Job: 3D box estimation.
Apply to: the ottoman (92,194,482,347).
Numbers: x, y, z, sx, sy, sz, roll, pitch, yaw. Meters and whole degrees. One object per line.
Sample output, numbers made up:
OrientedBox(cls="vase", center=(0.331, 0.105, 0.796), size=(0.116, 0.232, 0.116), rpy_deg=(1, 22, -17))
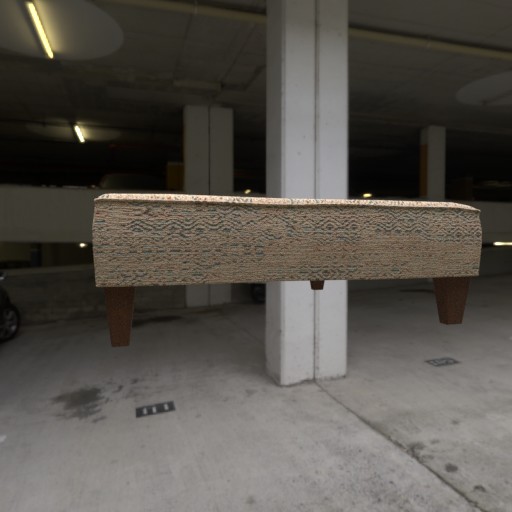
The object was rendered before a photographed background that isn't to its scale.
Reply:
OrientedBox(cls="ottoman", center=(0.000, 0.000, 1.520), size=(1.004, 0.356, 0.968), rpy_deg=(-1, 2, -17))
